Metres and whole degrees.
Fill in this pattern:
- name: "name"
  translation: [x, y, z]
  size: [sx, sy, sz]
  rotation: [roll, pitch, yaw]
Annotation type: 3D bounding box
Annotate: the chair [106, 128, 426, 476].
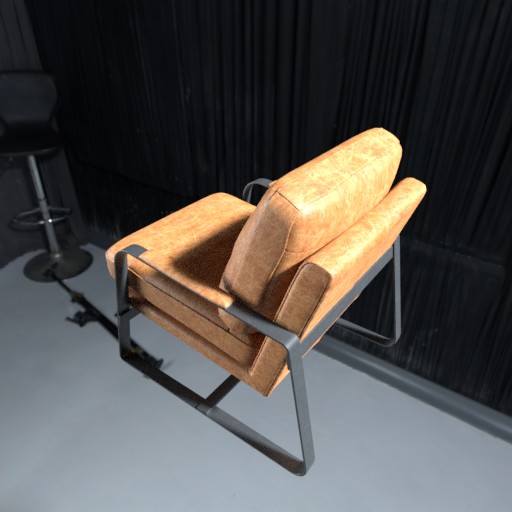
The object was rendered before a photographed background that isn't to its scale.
- name: "chair"
  translation: [0.000, 0.000, 1.379]
  size: [0.801, 0.777, 0.651]
  rotation: [21, 38, 30]
